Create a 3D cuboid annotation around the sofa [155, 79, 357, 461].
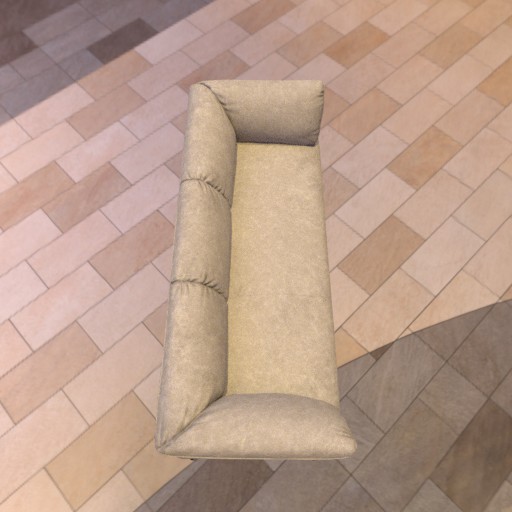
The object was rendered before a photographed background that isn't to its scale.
[{"bbox_3d":[0.000,0.000,2.662,0.899,0.758,2.238,0,64,0],"label":"sofa"}]
